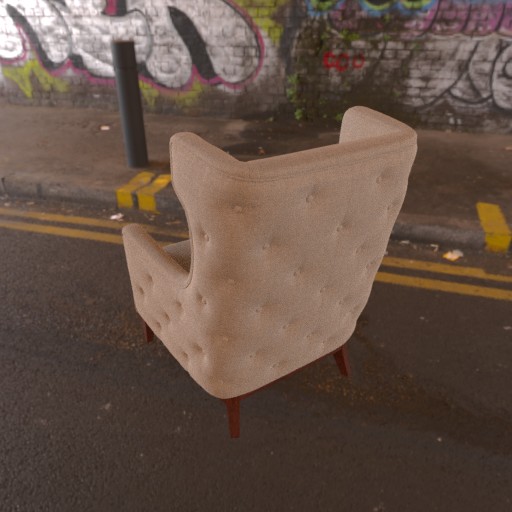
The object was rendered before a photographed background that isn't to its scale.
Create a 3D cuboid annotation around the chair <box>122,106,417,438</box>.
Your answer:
[{"bbox_3d":[0.000,0.000,1.692,0.778,1.079,0.899,-18,34,-29],"label":"chair"}]
